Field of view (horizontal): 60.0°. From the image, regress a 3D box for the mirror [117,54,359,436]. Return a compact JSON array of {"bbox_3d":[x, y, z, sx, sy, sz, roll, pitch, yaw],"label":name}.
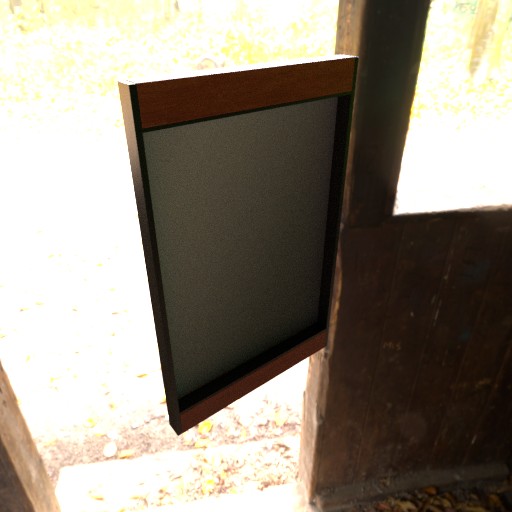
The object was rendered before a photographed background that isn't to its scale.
[{"bbox_3d":[0.000,0.000,1.036,0.525,0.823,0.047,-22,37,-32],"label":"mirror"}]
